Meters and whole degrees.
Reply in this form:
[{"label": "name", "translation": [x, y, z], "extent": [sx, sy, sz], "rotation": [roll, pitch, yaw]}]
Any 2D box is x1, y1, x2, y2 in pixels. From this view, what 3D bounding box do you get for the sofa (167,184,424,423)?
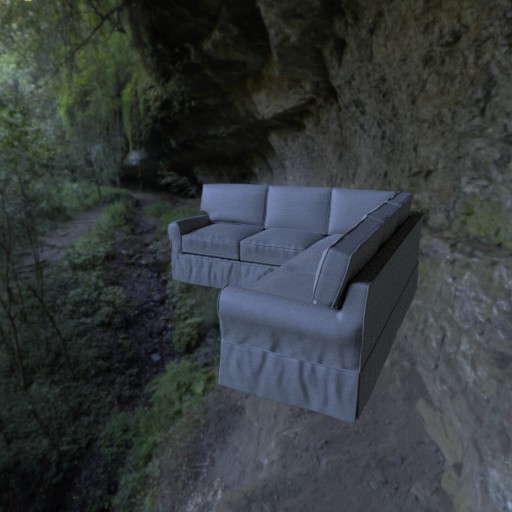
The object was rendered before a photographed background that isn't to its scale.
[{"label": "sofa", "translation": [0.000, 0.000, 4.097], "extent": [2.618, 1.081, 2.623], "rotation": [8, 17, 25]}]
